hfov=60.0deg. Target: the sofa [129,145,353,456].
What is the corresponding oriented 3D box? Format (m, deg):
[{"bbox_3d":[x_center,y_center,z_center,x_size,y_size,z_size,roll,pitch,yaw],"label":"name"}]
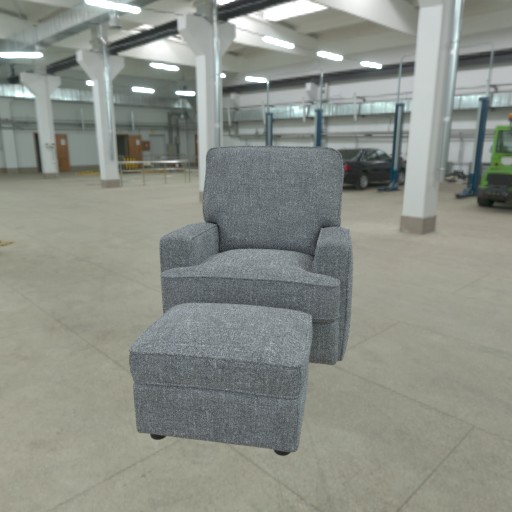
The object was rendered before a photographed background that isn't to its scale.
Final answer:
[{"bbox_3d":[0.000,0.000,1.990,0.861,0.959,1.472,3,14,10],"label":"sofa"}]
